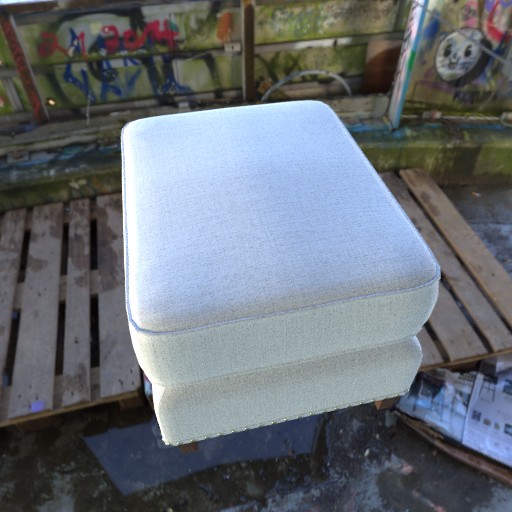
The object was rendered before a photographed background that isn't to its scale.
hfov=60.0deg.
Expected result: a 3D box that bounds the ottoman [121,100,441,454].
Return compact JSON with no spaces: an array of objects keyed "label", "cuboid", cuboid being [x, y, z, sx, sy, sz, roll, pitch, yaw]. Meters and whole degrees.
[{"label":"ottoman","cuboid":[0.000,0.000,1.125,0.589,0.537,0.738,-9,47,-9]}]
